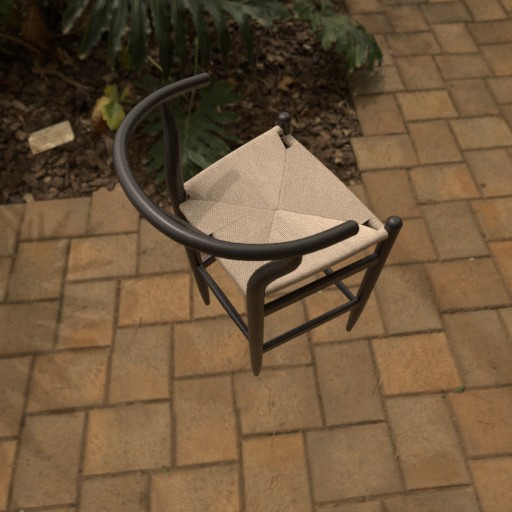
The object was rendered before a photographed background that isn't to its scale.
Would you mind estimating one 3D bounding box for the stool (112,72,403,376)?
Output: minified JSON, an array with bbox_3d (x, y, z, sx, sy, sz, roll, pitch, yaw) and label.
[{"bbox_3d":[0.000,0.000,1.316,0.579,0.970,0.569,-30,63,-17],"label":"stool"}]
